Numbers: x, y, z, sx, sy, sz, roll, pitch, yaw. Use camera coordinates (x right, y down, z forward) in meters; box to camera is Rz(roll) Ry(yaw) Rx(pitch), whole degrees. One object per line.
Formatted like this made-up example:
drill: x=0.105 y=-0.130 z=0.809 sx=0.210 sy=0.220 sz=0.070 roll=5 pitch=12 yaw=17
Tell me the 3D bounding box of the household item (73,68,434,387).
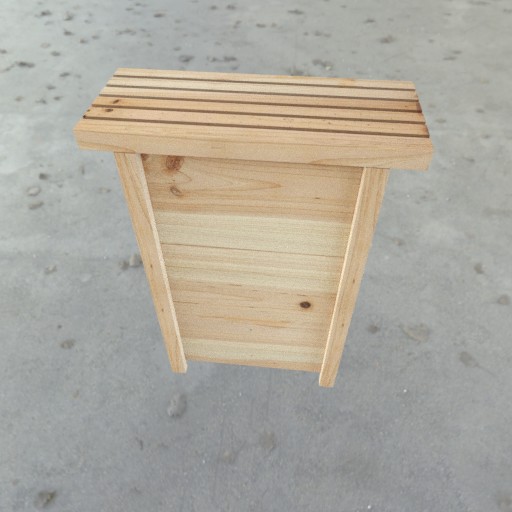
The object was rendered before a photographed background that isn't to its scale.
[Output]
household item: x=0.000 y=0.000 z=0.555 sx=0.301 sy=0.407 sz=0.123 roll=4 pitch=47 yaw=4
